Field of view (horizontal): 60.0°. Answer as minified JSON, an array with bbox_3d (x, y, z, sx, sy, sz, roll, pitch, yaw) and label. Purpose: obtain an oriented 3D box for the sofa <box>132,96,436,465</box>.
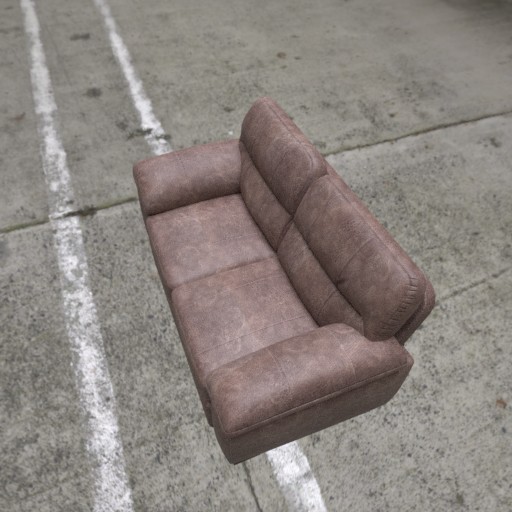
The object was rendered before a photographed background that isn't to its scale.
[{"bbox_3d":[0.000,0.000,2.364,0.991,0.991,1.753,-17,50,-15],"label":"sofa"}]
